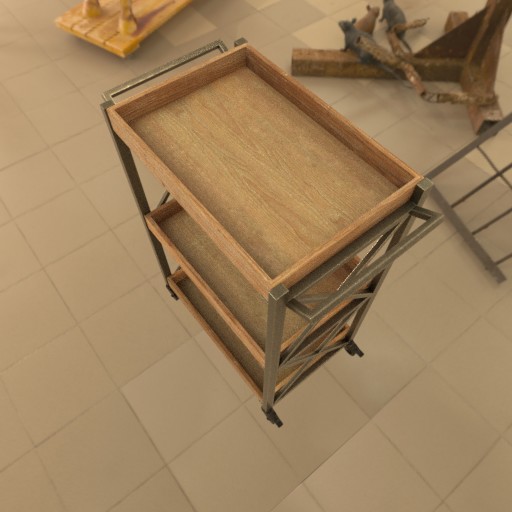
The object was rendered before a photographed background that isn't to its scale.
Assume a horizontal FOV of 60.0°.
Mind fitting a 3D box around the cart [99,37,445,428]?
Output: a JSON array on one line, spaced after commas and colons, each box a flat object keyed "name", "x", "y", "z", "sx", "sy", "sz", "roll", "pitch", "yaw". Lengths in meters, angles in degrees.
[{"name": "cart", "x": 0.000, "y": 0.000, "z": 1.199, "sx": 0.377, "sy": 0.835, "sz": 0.673, "roll": -34, "pitch": 64, "yaw": -19}]
